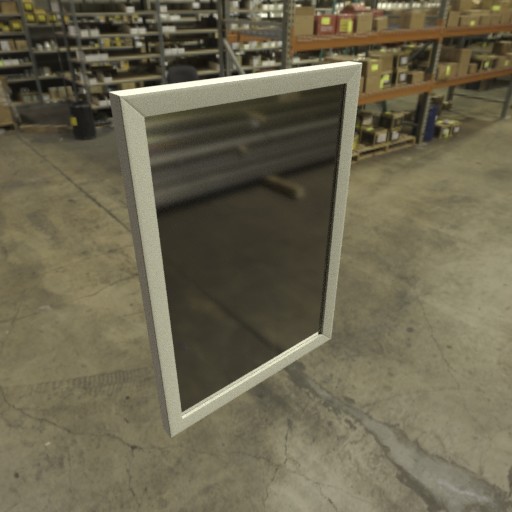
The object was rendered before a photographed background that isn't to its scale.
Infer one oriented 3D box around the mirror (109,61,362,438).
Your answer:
[{"bbox_3d":[0.000,0.000,0.928,0.507,0.710,0.040,-23,38,-33],"label":"mirror"}]
